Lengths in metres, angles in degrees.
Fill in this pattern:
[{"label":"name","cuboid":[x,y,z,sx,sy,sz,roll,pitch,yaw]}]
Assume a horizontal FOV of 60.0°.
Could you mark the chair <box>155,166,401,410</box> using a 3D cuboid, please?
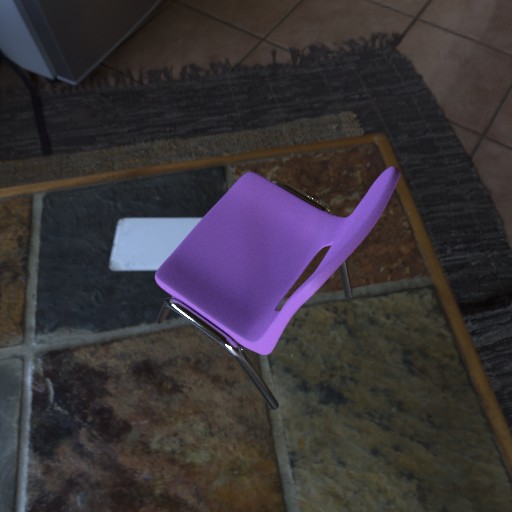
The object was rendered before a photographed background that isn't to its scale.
[{"label":"chair","cuboid":[0.000,0.000,0.705,0.301,0.493,0.291,33,68,15]}]
